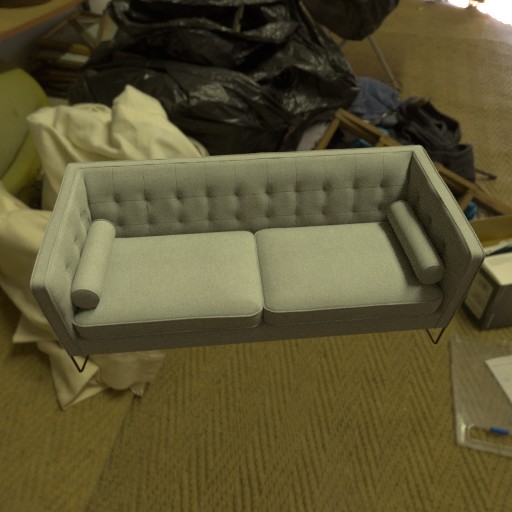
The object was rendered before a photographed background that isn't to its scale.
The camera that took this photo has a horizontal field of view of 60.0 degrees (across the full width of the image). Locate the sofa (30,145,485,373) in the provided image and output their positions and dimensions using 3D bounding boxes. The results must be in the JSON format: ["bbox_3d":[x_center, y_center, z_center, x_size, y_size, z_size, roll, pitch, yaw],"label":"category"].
[{"bbox_3d":[0.000,0.000,2.538,2.079,0.798,0.912,-4,47,-4],"label":"sofa"}]
